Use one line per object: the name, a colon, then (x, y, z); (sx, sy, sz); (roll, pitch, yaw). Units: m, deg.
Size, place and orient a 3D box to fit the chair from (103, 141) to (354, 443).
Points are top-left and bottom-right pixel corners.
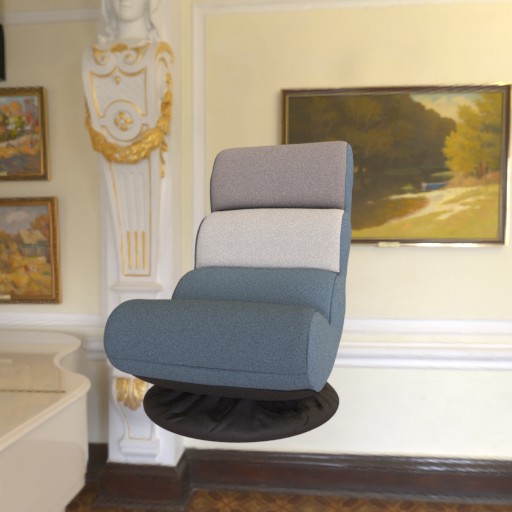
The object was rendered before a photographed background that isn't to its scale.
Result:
chair: (0.000, 0.000, 1.056); (0.420, 0.641, 0.661); (1, 2, 18)
